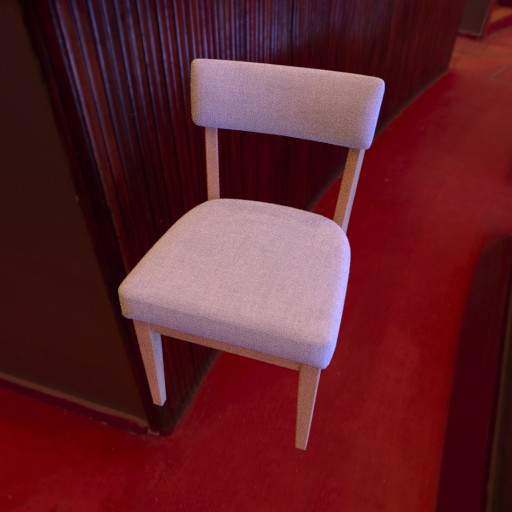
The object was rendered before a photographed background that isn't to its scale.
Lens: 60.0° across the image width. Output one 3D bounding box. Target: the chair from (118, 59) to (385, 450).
[{"bbox_3d":[0.000,0.000,1.180,0.508,0.832,0.572,12,43,13],"label":"chair"}]
